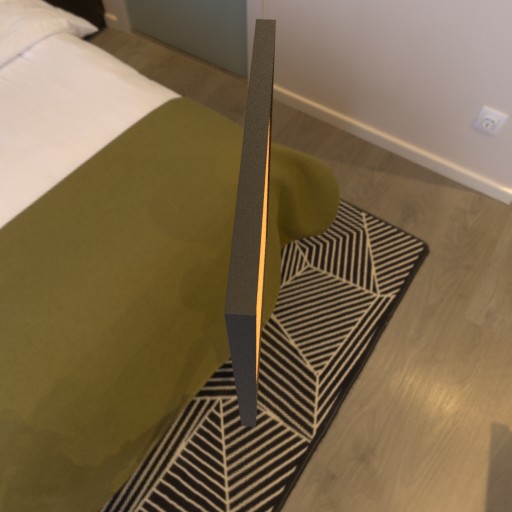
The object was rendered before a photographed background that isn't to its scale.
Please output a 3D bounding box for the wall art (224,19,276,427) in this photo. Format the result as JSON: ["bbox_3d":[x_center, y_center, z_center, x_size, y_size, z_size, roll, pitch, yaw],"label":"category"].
[{"bbox_3d":[0.000,0.000,0.758,0.029,0.559,0.457,3,59,2],"label":"wall art"}]
